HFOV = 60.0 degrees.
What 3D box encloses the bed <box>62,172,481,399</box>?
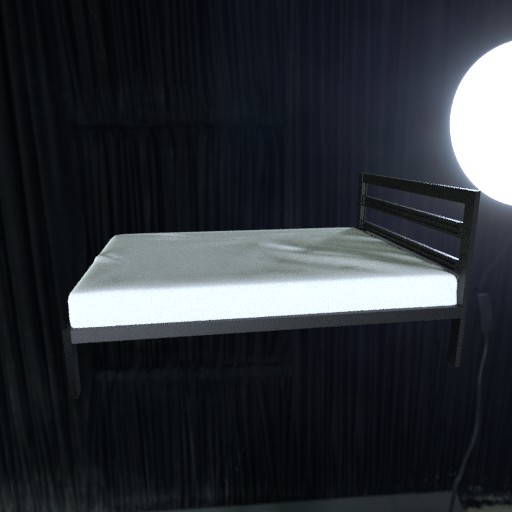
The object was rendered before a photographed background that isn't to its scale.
[{"bbox_3d":[0.000,0.000,2.908,2.062,0.967,1.524,-2,14,-9],"label":"bed"}]
